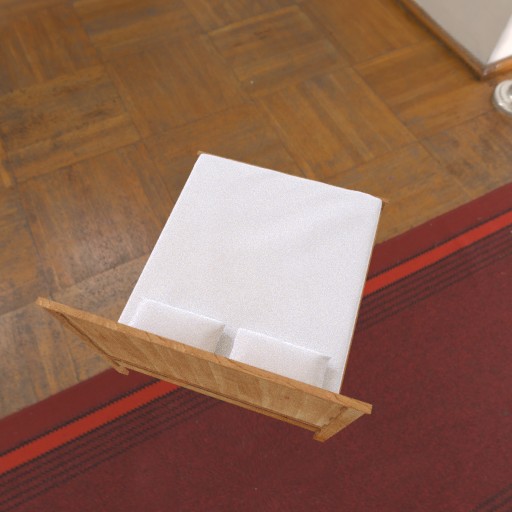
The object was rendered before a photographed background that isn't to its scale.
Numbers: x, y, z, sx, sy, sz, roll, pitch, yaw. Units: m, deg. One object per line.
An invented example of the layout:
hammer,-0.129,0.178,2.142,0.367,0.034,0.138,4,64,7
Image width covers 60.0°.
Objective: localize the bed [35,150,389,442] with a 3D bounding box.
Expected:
bed,0.000,0.000,4.159,2.225,1.938,2.530,16,63,8
